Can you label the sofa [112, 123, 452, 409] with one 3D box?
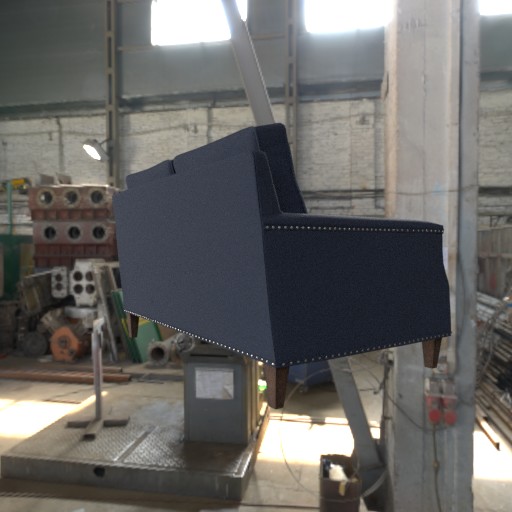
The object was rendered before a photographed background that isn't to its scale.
[{"bbox_3d":[0.000,0.000,2.331,1.084,1.003,1.597,-1,1,-35],"label":"sofa"}]
